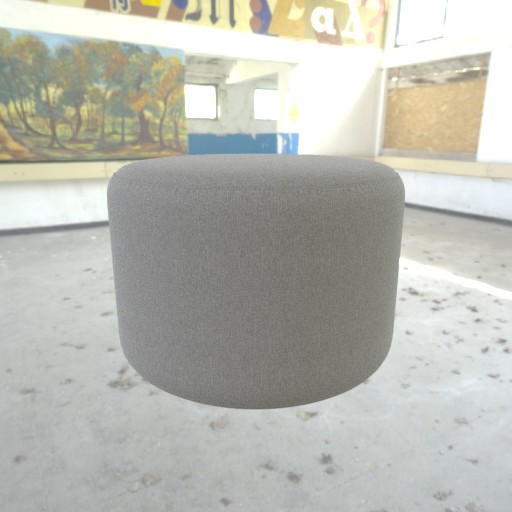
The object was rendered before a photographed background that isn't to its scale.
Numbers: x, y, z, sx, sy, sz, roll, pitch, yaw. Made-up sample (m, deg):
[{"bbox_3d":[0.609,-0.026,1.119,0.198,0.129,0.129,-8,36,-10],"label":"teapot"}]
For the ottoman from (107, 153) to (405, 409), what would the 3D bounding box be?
[{"bbox_3d":[0.000,0.000,0.986,0.608,0.433,0.608,0,15,0],"label":"ottoman"}]
